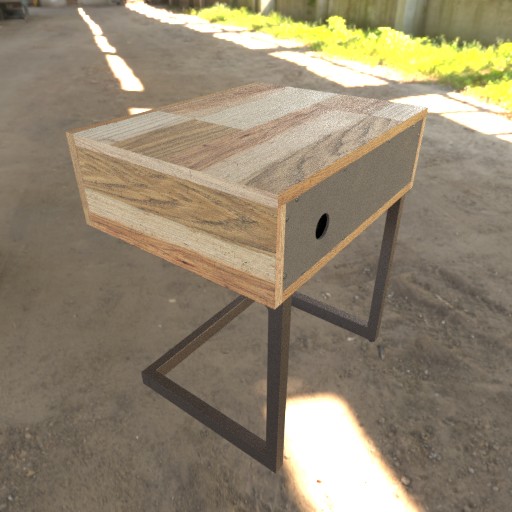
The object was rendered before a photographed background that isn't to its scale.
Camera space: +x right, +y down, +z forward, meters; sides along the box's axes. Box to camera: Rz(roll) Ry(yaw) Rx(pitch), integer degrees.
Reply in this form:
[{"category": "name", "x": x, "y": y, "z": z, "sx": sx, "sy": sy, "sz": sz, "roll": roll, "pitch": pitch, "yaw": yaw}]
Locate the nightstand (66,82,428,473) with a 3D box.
[{"category": "nightstand", "x": 0.000, "y": 0.000, "z": 1.019, "sx": 0.481, "sy": 0.632, "sz": 0.558, "roll": 21, "pitch": 38, "yaw": 30}]
